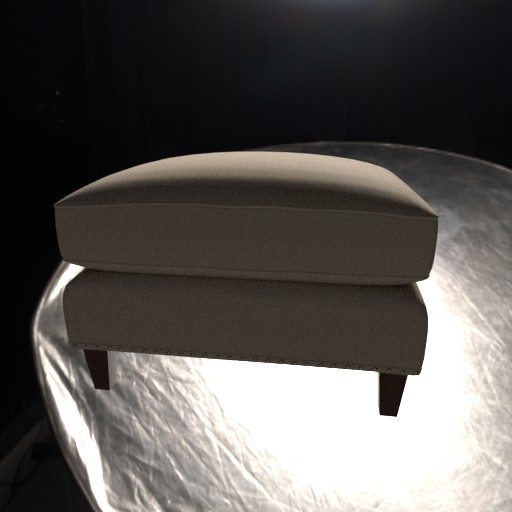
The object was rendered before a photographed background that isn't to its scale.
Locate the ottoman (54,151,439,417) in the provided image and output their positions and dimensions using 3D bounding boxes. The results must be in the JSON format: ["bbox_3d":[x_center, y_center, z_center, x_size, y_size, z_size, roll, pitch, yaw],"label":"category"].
[{"bbox_3d":[0.000,0.000,1.133,0.741,0.513,0.584,3,18,8],"label":"ottoman"}]
